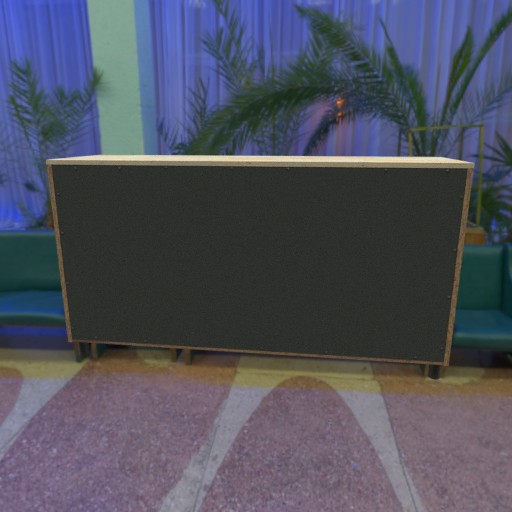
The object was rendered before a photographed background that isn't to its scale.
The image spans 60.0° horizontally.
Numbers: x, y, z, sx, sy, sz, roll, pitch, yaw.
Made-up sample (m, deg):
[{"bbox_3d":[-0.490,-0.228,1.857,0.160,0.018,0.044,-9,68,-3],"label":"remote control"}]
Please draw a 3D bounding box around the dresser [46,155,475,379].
[{"bbox_3d":[0.000,0.000,1.929,1.547,0.834,0.487,2,15,7],"label":"dresser"}]
